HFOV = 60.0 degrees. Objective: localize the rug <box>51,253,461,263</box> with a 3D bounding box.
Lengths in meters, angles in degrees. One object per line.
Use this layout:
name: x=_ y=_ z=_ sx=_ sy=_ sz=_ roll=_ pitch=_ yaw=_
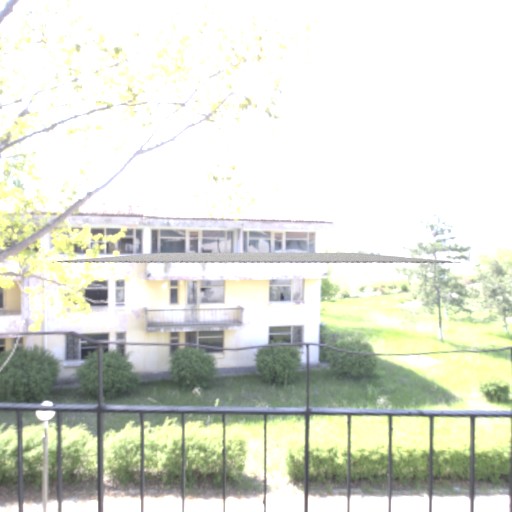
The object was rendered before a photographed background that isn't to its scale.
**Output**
rug: x=0.000 y=0.000 z=4.104 sx=2.444 sy=0.013 sz=3.043 roll=0 pitch=1 yaw=1
